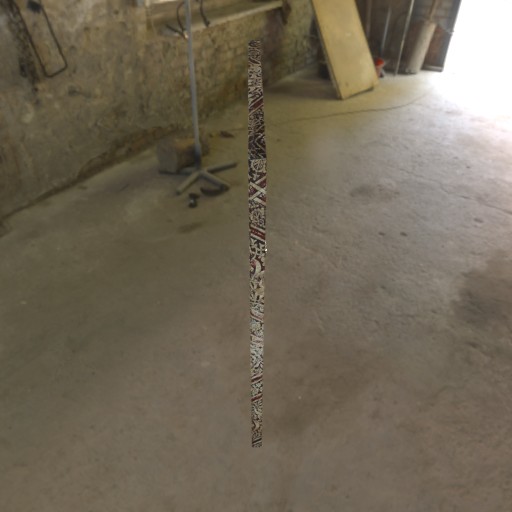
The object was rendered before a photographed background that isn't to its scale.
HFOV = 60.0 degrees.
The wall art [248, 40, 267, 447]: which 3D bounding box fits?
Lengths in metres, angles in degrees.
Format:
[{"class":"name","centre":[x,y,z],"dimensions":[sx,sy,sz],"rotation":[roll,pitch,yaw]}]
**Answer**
[{"class":"wall art","centre":[0.000,0.000,1.176],"dimensions":[0.030,0.904,0.599],"rotation":[0,41,-1]}]
